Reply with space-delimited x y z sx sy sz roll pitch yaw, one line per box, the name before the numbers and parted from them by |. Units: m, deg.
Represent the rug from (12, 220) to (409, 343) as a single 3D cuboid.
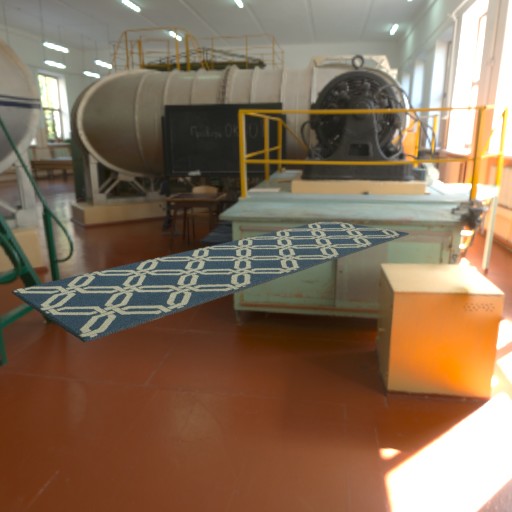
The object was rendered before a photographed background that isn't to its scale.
rug | 0.000 0.000 2.434 0.678 0.014 2.276 14 21 42
